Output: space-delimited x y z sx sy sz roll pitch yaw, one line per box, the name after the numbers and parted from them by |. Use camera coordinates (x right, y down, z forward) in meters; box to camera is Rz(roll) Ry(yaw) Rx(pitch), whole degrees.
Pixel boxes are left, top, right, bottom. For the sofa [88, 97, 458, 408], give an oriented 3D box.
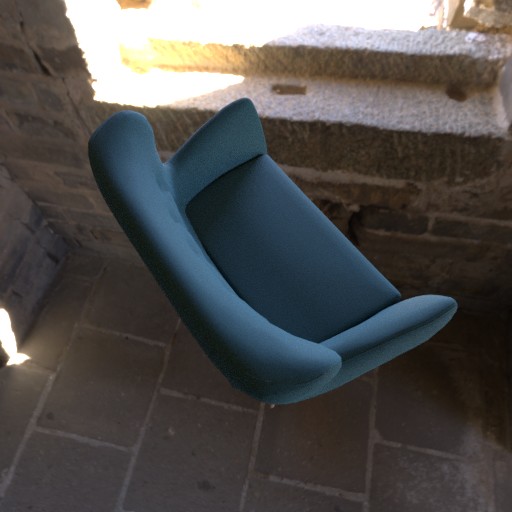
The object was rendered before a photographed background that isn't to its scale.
0.000 0.000 1.912 0.889 0.889 1.397 -31 64 -17 | sofa
